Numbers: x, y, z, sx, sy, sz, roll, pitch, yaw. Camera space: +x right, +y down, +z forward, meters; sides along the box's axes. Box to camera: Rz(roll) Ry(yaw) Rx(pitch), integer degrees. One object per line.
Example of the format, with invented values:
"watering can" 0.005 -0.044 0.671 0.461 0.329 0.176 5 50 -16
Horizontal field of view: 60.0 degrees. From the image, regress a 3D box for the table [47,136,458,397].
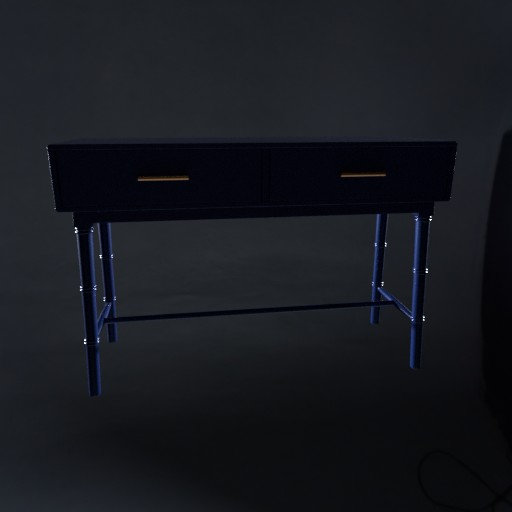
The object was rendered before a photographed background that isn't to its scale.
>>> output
"table" 0.000 0.000 1.473 1.118 0.749 0.399 -3 17 -8
